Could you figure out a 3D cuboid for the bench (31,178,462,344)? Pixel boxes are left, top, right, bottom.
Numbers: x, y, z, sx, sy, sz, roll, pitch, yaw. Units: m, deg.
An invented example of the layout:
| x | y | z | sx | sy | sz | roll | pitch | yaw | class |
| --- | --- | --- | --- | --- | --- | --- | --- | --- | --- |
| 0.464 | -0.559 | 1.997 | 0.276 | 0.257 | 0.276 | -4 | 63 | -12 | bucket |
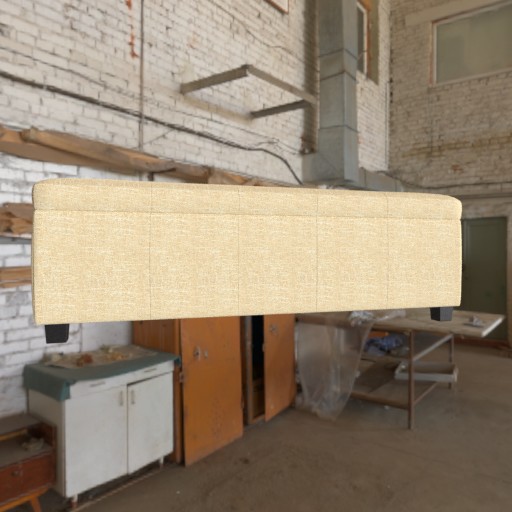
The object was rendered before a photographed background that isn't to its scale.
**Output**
| x | y | z | sx | sy | sz | roll | pitch | yaw | class |
| --- | --- | --- | --- | --- | --- | --- | --- | --- | --- |
| 0.000 | 0.000 | 1.403 | 1.219 | 0.406 | 0.432 | 0 | 1 | -17 | bench |
